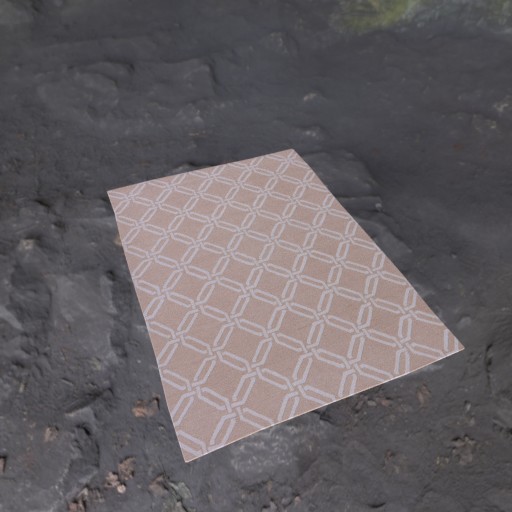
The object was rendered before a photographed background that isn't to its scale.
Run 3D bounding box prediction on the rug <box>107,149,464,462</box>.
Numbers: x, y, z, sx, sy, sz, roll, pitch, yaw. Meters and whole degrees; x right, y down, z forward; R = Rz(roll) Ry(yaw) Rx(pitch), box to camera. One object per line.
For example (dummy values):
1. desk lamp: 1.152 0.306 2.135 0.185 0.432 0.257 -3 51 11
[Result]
1. rug: 0.000 0.000 4.477 2.452 0.020 3.365 -16 48 -15
